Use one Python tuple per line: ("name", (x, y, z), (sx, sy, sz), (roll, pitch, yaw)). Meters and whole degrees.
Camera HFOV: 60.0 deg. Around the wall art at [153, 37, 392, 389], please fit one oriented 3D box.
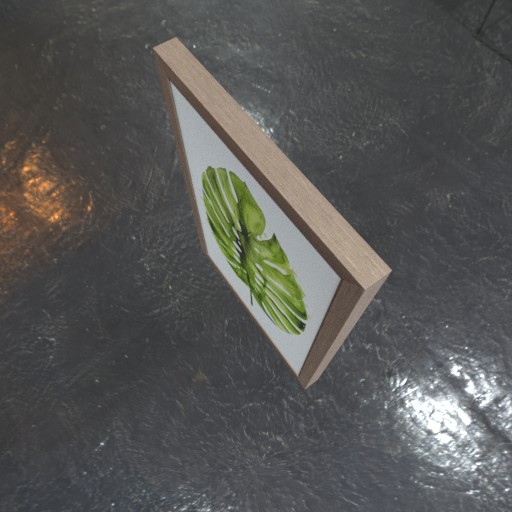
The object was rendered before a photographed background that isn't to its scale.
("wall art", (0.000, 0.000, 0.668), (0.032, 0.510, 0.358), (-33, 69, -15))
